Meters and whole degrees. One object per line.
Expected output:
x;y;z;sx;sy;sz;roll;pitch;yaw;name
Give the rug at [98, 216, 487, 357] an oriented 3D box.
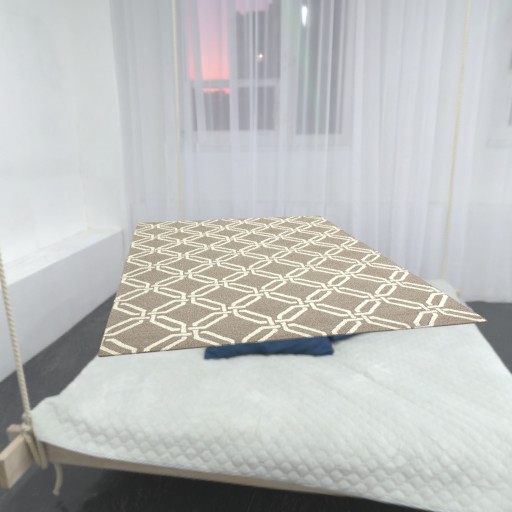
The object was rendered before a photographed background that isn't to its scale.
0.000;0.000;4.279;2.441;0.020;3.419;-3;17;-10;rug
